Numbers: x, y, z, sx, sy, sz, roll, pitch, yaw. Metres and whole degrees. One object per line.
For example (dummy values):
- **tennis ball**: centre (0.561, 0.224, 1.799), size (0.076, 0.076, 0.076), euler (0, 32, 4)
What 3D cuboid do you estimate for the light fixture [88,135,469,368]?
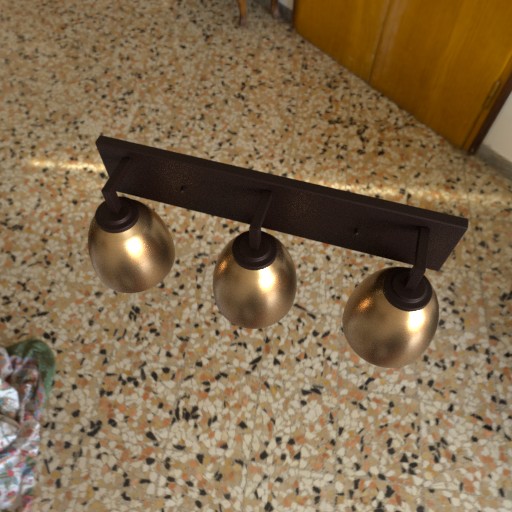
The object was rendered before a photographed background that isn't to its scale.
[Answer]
- **light fixture**: centre (0.000, 0.000, 0.675), size (0.582, 0.204, 0.157), euler (15, 59, 9)
